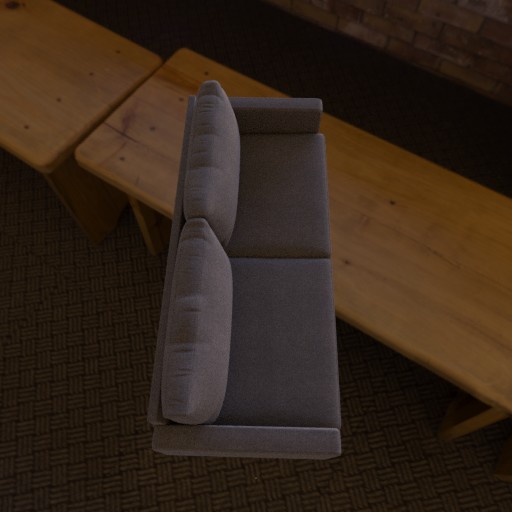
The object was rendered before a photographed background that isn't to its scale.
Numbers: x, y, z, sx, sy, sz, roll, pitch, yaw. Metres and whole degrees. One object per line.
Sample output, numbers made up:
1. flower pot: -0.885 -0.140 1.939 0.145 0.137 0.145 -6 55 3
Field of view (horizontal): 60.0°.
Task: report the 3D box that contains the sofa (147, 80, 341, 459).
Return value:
1. sofa: 0.000 0.000 2.557 0.880 0.880 2.100 1 63 1
